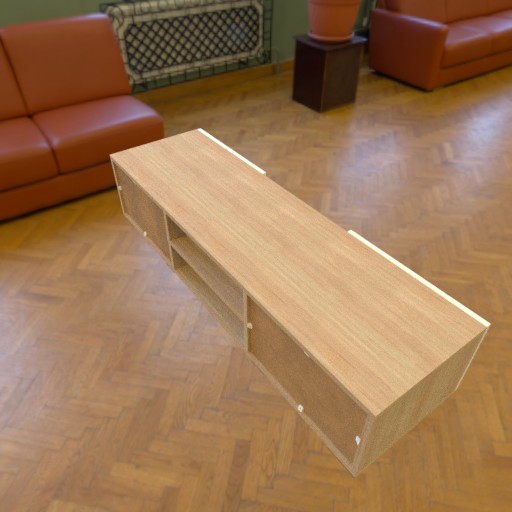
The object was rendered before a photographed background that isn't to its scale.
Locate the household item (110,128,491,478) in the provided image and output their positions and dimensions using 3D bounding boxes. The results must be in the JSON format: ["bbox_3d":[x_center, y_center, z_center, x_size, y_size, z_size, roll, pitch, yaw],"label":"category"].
[{"bbox_3d":[0.000,0.000,1.533,0.420,0.310,1.400,-26,47,-27],"label":"household item"}]
